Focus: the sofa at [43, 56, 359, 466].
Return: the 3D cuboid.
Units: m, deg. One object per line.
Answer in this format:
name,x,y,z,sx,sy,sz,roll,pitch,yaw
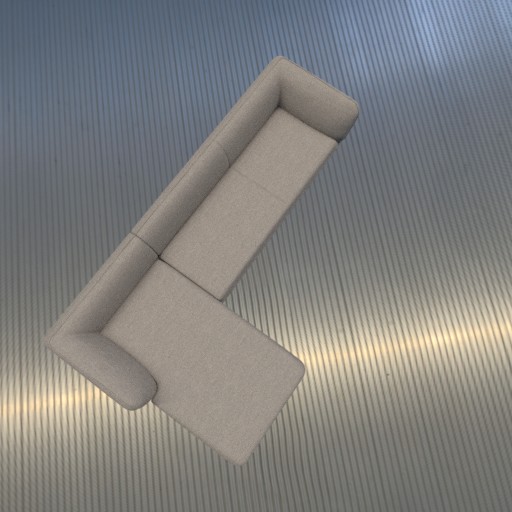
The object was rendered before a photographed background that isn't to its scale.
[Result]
sofa,0.000,0.000,3.269,1.532,0.693,2.653,35,78,8
